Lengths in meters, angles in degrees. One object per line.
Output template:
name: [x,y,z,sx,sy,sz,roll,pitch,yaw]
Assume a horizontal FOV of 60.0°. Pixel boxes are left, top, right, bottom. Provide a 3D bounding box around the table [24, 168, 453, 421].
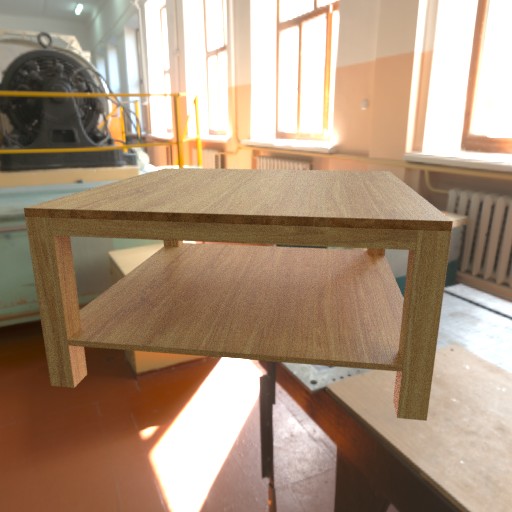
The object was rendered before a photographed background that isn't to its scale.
table: [0.000,0.000,1.403,0.900,0.450,0.900,3,17,8]
